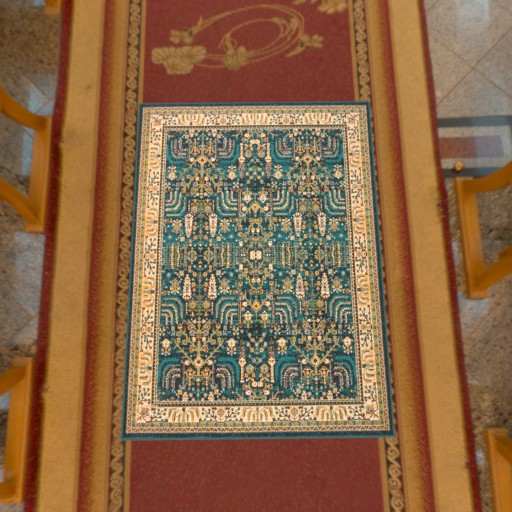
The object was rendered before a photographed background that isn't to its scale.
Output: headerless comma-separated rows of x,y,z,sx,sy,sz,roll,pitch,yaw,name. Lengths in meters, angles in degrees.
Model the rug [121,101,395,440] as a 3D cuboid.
0.000,0.000,3.935,2.226,0.015,3.044,-1,77,0,rug
